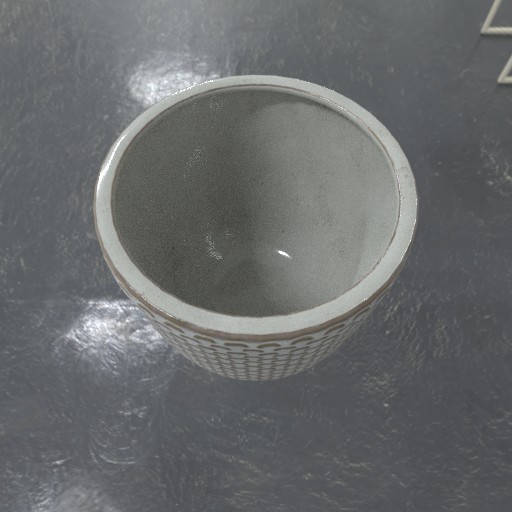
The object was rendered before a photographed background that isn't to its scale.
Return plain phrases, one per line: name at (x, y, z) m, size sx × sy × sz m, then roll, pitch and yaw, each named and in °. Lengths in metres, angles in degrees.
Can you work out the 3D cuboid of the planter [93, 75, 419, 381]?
planter at (0.000, 0.000, 0.244) m, size 0.139 × 0.130 × 0.139 m, roll 0°, pitch 61°, yaw 0°
